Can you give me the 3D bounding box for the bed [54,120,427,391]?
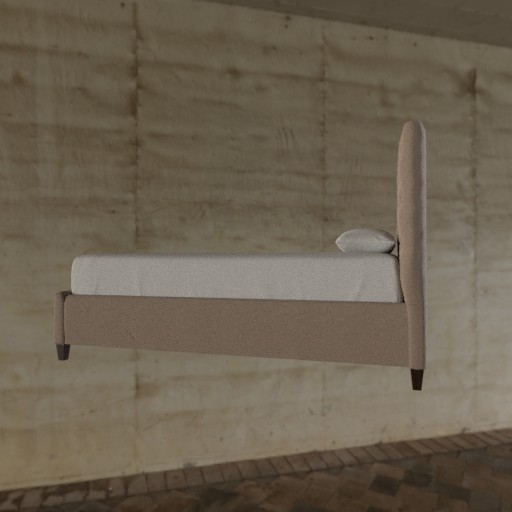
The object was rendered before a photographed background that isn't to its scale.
[{"bbox_3d":[0.000,0.000,3.460,2.387,1.427,1.698,0,0,17],"label":"bed"}]
